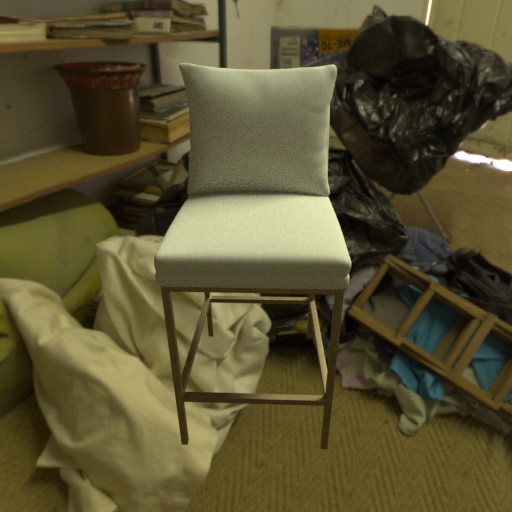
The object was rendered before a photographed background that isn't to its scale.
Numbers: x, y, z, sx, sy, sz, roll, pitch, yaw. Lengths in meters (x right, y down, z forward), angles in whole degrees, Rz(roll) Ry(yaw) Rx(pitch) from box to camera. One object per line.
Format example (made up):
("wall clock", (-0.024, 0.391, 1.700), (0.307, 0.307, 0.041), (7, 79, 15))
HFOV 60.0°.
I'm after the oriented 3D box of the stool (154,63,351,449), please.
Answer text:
("stool", (0.000, 0.000, 1.331), (0.463, 1.032, 0.572), (1, 29, 2))
